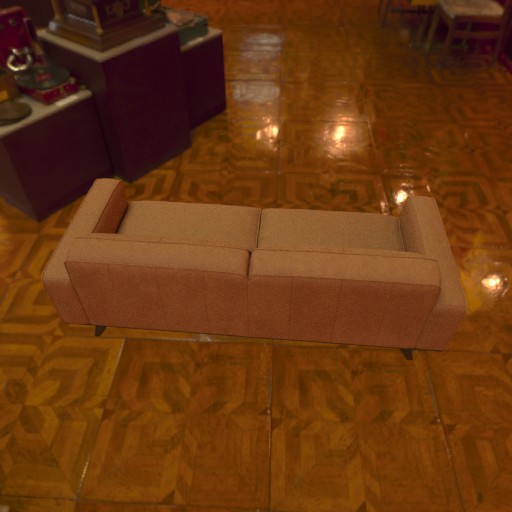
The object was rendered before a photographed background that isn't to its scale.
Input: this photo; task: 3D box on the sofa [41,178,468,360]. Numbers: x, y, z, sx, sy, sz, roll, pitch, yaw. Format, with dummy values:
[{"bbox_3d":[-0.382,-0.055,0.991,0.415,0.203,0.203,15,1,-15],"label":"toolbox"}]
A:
[{"bbox_3d":[0.000,0.000,2.737,2.270,0.780,0.953,4,46,4],"label":"sofa"}]
